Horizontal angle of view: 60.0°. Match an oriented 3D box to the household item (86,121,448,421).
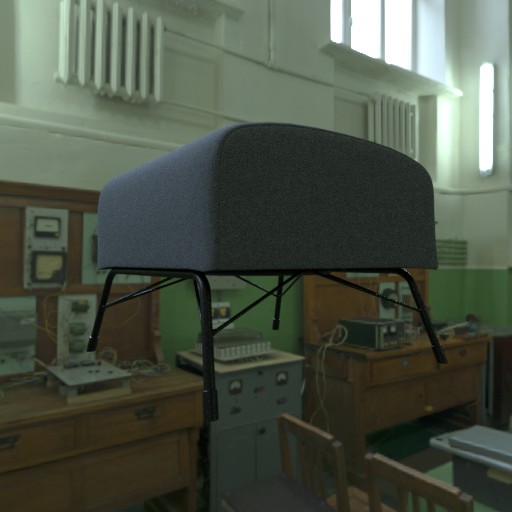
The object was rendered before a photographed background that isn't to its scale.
[{"bbox_3d":[0.000,0.000,0.906,0.530,0.410,0.530,1,-1,-36],"label":"household item"}]
